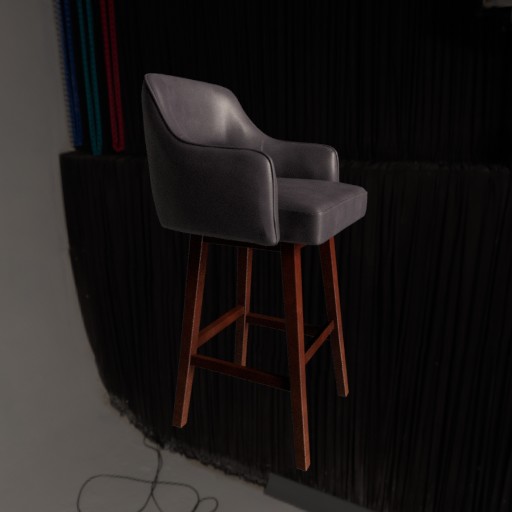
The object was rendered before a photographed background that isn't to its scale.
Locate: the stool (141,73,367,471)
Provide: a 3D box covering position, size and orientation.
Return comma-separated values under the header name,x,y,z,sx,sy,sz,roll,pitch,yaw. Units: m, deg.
name,x,y,z,sx,sy,sz,roll,pitch,yaw
stool,0.000,0.000,1.347,0.560,1.041,0.550,8,17,26
